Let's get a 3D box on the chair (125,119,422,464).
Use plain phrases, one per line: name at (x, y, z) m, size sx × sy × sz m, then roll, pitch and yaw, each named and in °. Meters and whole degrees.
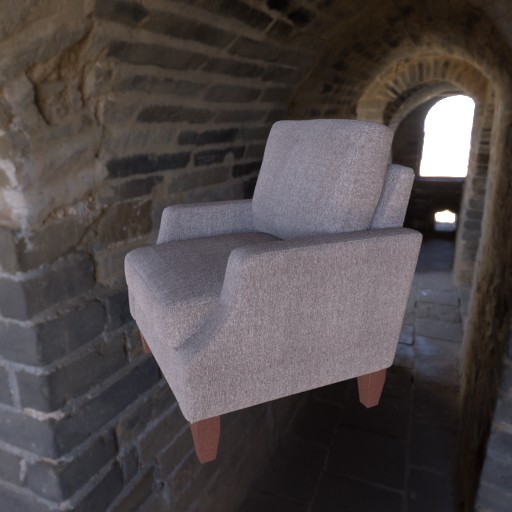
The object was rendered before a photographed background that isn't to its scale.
chair at (0.000, 0.000, 1.680) m, size 0.897 × 0.993 × 0.855 m, roll -8°, pitch 18°, yaw -25°
